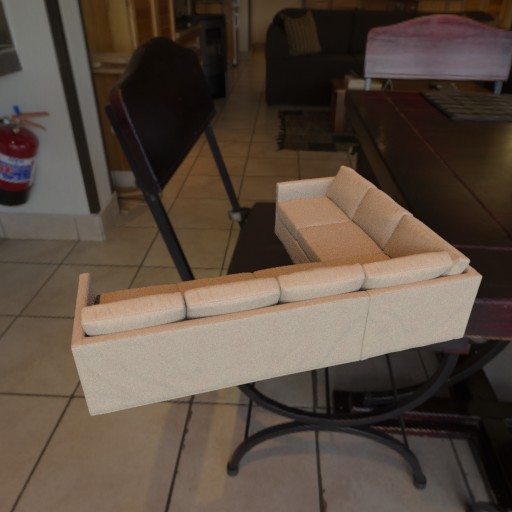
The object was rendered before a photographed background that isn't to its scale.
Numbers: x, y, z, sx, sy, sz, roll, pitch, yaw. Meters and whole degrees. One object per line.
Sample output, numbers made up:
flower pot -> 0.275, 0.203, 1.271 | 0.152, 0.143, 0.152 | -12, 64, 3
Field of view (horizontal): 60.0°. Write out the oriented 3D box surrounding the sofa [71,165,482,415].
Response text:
sofa -> 0.000, 0.000, 4.360 | 3.182, 0.871, 2.432 | -8, 32, -13
